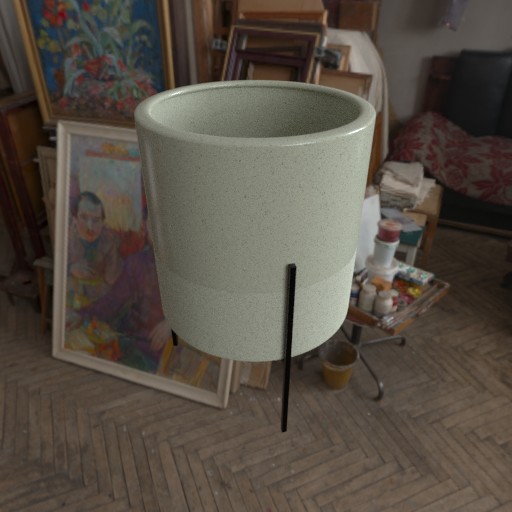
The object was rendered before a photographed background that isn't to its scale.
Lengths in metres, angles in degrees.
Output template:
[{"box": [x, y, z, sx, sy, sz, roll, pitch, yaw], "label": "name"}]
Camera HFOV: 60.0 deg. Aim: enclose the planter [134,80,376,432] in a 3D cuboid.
[{"box": [0.000, 0.000, 0.713, 0.314, 0.475, 0.323, -9, 34, -14], "label": "planter"}]
